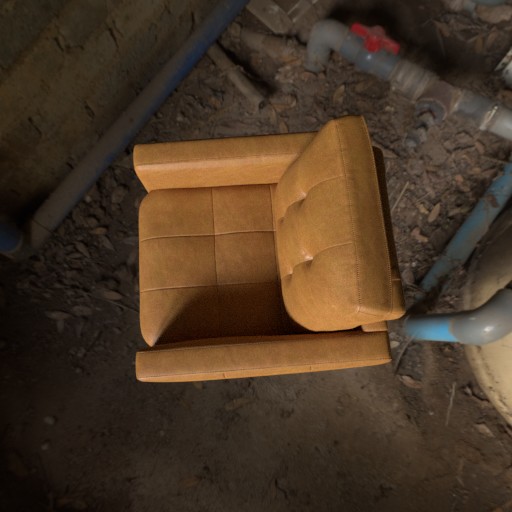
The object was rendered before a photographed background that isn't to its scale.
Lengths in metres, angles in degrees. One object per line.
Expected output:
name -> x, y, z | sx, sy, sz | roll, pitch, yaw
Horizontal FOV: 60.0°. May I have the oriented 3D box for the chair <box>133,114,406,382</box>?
chair -> 0.000, 0.000, 1.588 | 0.868, 0.896, 0.831 | -4, 76, -1
